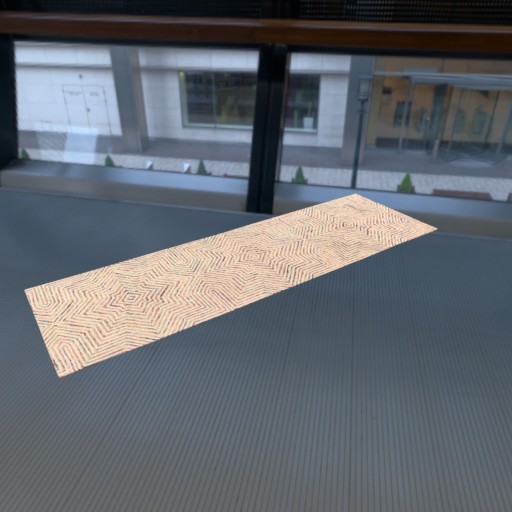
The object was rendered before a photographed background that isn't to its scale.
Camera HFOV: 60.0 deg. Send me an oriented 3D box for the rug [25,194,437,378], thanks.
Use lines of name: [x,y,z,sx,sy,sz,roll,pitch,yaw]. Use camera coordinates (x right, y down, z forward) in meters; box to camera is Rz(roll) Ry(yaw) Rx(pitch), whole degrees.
rug: [0.000,0.000,2.663,2.443,0.009,0.771,-19,35,-29]
